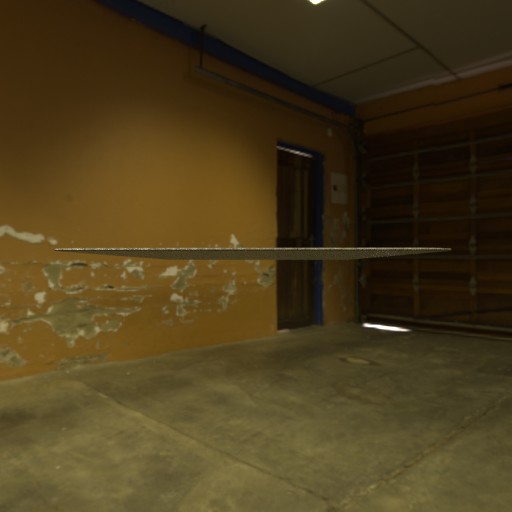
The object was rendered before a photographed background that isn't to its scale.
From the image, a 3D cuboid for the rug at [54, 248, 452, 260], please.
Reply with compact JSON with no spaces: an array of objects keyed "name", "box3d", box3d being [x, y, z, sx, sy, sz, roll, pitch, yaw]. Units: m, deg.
[{"name":"rug","box3d":[0.000,0.000,2.890,1.609,0.013,2.214,0,-1,1]}]
